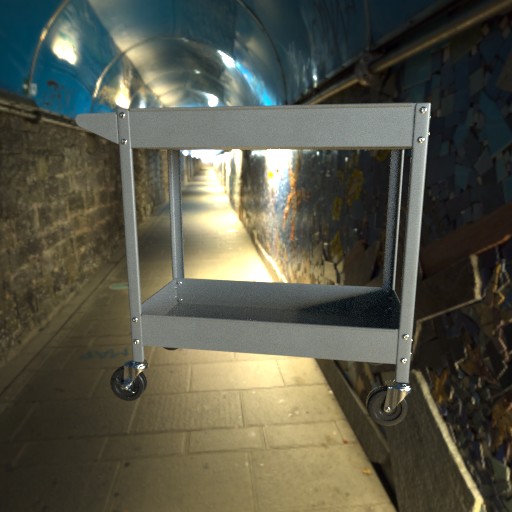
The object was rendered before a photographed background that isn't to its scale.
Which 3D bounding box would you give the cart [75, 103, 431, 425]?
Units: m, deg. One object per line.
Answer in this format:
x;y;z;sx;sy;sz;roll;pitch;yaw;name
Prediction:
0.000;0.000;1.169;0.779;0.719;0.366;2;13;9;cart
